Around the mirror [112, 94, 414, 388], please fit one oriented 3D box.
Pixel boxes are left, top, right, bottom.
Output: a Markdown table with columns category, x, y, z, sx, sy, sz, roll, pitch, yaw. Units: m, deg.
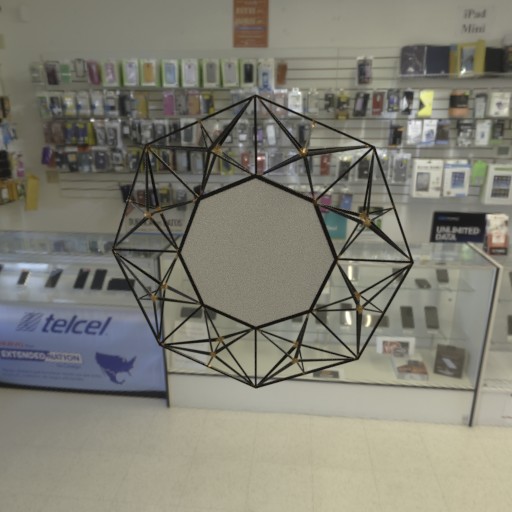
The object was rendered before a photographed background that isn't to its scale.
| category | x | y | z | sx | sy | sz | roll | pitch | yaw |
| --- | --- | --- | --- | --- | --- | --- | --- | --- | --- |
| mirror | 0.000 | 0.000 | 1.034 | 0.710 | 0.710 | 0.094 | 2 | 17 | 8 |
